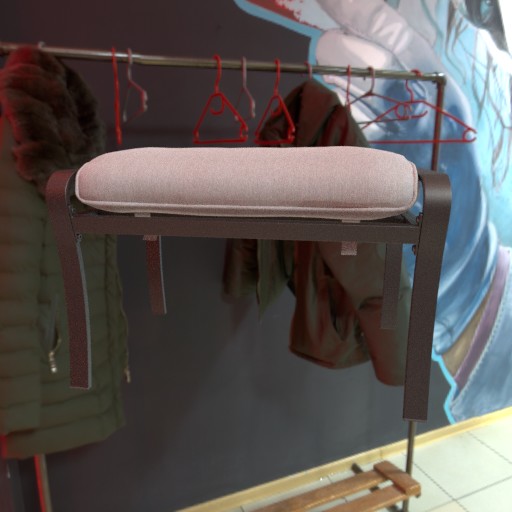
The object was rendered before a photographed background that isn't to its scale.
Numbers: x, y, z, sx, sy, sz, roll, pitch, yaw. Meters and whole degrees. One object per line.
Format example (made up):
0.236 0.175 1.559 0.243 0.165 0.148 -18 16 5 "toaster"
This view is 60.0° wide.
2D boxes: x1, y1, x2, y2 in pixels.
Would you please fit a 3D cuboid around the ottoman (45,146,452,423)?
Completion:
0.000 0.000 0.878 0.610 0.422 0.406 2 14 9 "ottoman"
